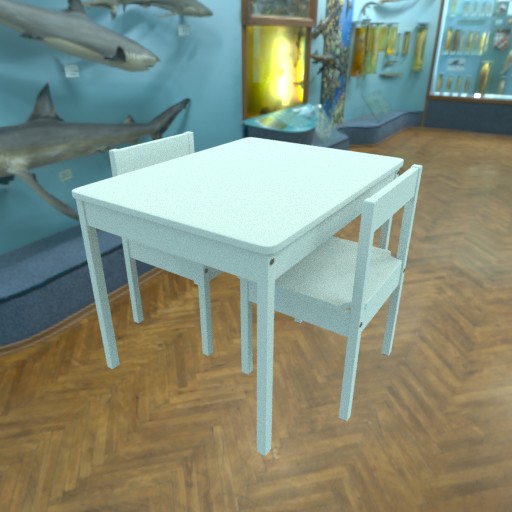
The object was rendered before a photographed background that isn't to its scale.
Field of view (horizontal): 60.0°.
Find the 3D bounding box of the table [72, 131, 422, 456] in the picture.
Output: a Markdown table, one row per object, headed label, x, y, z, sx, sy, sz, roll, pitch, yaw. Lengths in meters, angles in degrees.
| label | x | y | z | sx | sy | sz | roll | pitch | yaw |
| --- | --- | --- | --- | --- | --- | --- | --- | --- | --- |
| table | 0.000 | 0.000 | 1.123 | 0.672 | 0.503 | 0.650 | 17 | 31 | 30 |
